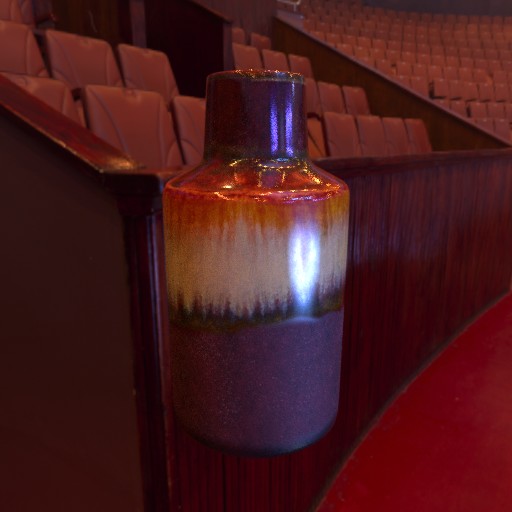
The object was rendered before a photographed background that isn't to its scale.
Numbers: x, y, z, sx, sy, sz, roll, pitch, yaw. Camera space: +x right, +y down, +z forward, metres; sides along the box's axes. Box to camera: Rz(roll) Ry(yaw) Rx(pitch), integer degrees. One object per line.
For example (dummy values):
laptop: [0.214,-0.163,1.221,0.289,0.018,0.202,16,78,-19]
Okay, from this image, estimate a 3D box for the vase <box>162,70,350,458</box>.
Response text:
vase: [0.000,0.000,0.269,0.108,0.204,0.108,0,15,0]
